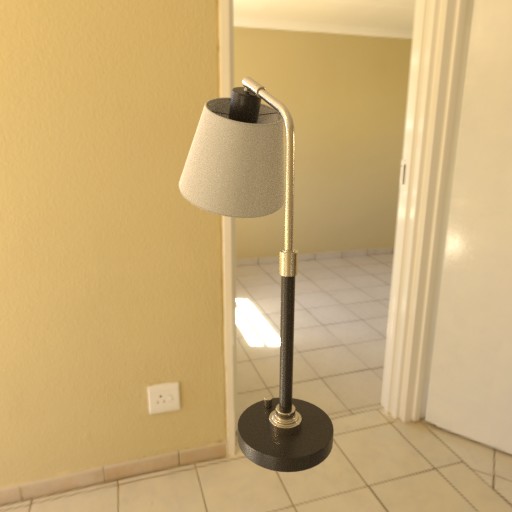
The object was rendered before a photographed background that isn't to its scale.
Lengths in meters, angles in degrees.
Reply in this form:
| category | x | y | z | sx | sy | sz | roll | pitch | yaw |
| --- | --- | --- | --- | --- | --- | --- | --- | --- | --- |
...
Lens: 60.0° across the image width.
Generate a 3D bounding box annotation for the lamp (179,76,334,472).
| category | x | y | z | sx | sy | sz | roll | pitch | yaw |
| --- | --- | --- | --- | --- | --- | --- | --- | --- | --- |
| lamp | 0.000 | 0.000 | 0.705 | 0.181 | 0.539 | 0.348 | -8 | 17 | -26 |
